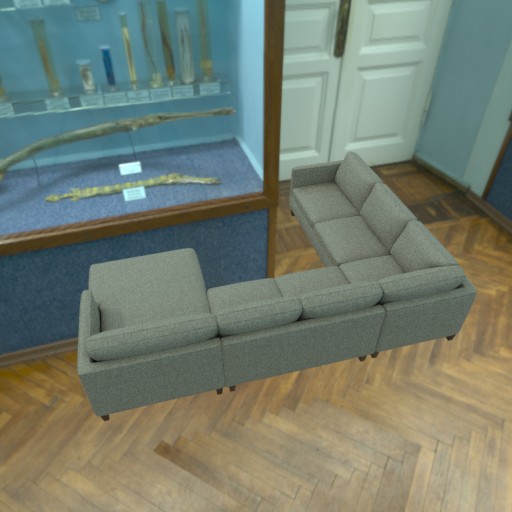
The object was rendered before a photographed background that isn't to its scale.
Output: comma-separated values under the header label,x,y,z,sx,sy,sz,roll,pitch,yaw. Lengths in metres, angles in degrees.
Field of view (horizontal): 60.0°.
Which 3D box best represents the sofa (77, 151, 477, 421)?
label,x,y,z,sx,sy,sz,roll,pitch,yaw
sofa,0.000,0.000,4.627,3.403,0.889,2.551,-10,42,-11
